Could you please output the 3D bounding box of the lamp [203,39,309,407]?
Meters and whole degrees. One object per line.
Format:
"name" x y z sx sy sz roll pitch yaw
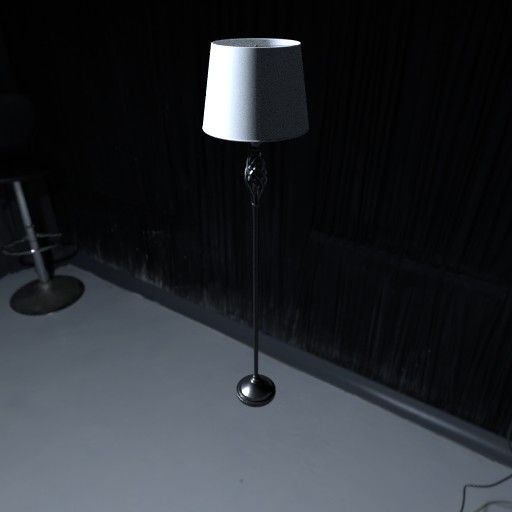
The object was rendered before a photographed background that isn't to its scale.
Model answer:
"lamp" 0.000 0.000 1.864 0.379 1.623 0.379 0 31 0
